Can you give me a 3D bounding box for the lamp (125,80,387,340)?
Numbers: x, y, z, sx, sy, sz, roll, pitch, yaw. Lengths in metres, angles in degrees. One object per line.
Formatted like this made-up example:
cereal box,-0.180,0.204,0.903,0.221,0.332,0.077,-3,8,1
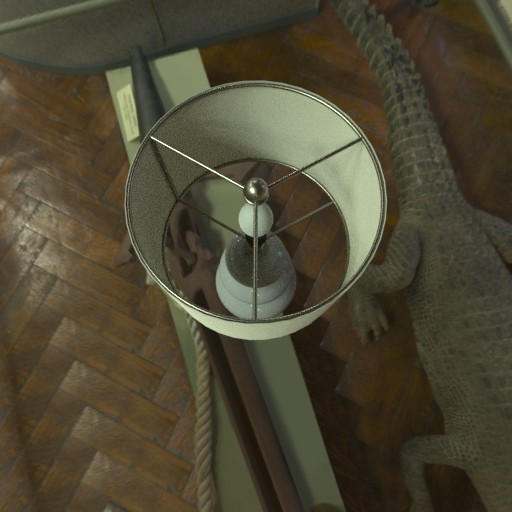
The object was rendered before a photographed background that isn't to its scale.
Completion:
lamp,0.000,0.000,0.947,0.367,0.730,0.367,-17,76,-5
